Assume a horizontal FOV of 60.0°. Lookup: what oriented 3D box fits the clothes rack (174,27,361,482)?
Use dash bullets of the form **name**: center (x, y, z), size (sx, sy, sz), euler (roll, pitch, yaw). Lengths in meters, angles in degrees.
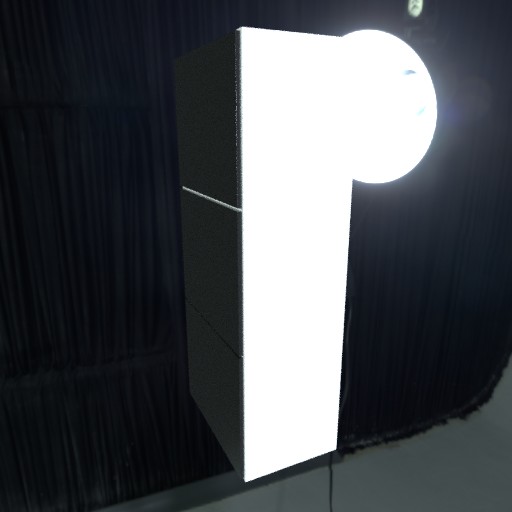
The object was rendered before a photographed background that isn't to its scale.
- **clothes rack**: center (0.000, 0.000, 1.391), size (0.330, 1.187, 0.500), euler (-8, 18, -25)
